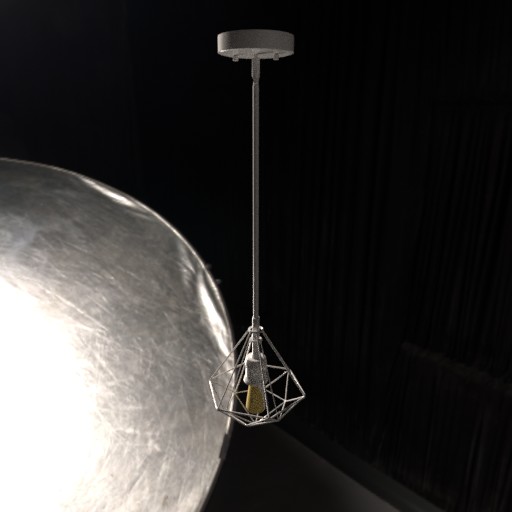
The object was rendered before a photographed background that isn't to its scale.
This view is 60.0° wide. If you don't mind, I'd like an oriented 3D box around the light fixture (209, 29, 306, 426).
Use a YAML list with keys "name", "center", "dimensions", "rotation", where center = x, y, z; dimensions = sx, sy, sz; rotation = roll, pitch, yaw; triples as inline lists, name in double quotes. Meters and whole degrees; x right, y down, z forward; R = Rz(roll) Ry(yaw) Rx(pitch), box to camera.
- name: "light fixture"
  center: [0.000, 0.000, 1.966]
  dimensions: [0.487, 1.764, 0.431]
  rotation: [-16, 23, -41]
